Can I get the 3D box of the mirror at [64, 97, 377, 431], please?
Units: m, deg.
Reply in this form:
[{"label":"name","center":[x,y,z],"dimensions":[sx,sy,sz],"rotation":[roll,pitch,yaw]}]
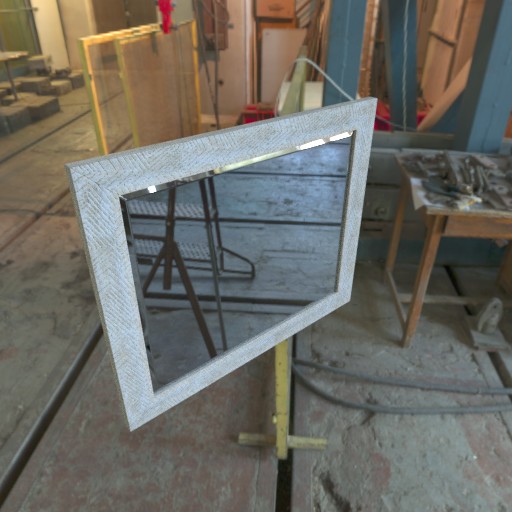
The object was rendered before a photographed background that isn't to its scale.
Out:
[{"label":"mirror","center":[0.000,0.000,1.161],"dimensions":[0.839,0.689,0.028],"rotation":[-23,38,-33]}]
